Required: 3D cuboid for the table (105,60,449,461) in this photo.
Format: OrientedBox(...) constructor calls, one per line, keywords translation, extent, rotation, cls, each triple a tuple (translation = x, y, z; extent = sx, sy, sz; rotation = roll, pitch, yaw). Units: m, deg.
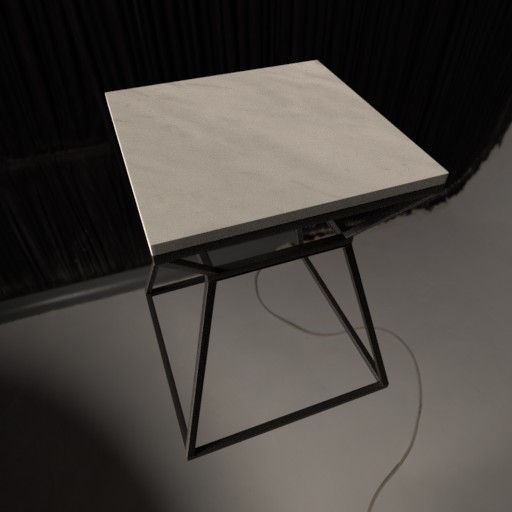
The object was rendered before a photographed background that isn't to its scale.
OrientedBox(translation=(0.000, 0.000, 0.877), extent=(0.455, 0.559, 0.455), rotation=(-15, 47, -14), cls="table")
